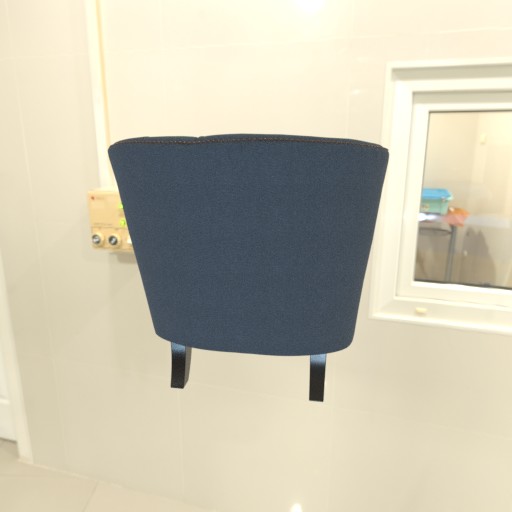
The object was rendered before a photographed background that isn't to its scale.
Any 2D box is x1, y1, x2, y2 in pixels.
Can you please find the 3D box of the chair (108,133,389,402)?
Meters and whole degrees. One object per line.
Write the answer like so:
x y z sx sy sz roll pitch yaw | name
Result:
0.000 0.000 1.634 0.848 0.868 0.906 3 15 9 | chair
